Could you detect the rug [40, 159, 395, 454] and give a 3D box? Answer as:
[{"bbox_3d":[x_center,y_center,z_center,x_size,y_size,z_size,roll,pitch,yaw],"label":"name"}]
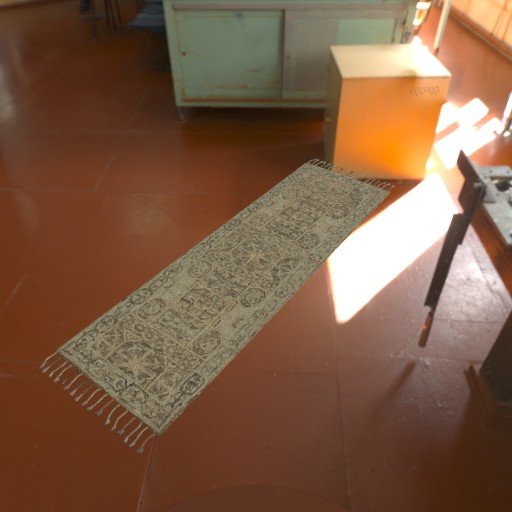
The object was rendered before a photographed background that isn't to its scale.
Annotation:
[{"bbox_3d":[0.000,0.000,2.849,0.762,0.011,2.664,26,47,27],"label":"rug"}]
